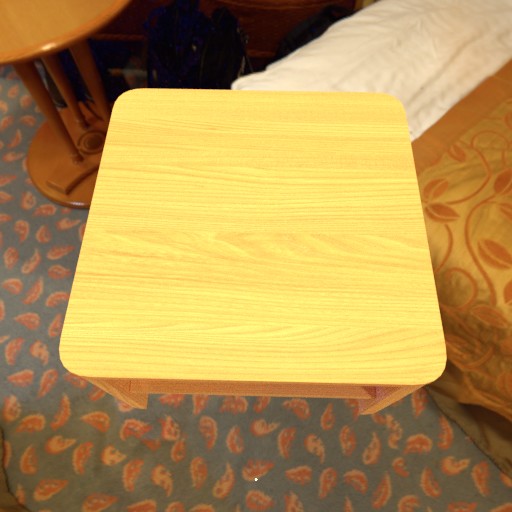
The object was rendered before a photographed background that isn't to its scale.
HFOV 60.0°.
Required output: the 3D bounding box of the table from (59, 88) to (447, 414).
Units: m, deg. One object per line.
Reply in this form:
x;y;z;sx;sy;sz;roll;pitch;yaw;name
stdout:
0.000;0.000;1.198;0.750;0.450;0.750;1;63;1;table
